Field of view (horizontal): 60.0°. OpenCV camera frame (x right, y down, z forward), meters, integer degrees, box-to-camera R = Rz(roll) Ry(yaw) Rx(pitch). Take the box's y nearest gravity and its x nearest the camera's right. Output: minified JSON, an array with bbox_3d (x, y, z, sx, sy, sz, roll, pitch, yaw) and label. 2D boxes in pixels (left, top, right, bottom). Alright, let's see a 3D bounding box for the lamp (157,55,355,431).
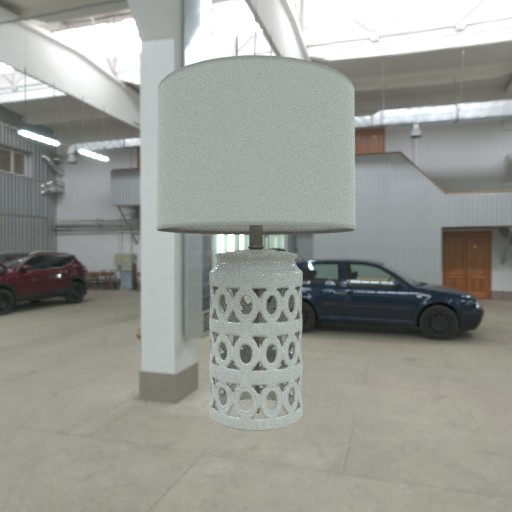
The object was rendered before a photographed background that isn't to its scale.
[{"bbox_3d":[0.000,0.000,0.706,0.310,0.502,0.310,0,1,0],"label":"lamp"}]
